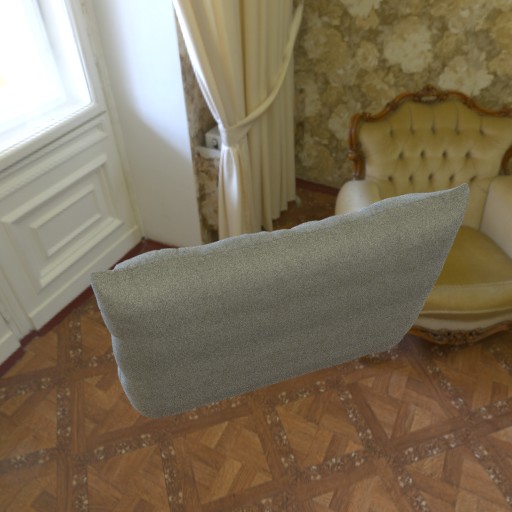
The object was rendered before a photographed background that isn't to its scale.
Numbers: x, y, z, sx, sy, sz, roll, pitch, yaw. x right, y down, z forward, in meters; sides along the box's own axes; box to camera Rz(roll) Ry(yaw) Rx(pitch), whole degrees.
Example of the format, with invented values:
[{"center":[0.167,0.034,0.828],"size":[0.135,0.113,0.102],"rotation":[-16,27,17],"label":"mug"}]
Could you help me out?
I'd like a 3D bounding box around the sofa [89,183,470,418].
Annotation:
[{"center":[0.000,0.000,1.702],"size":[1.144,0.795,0.847],"rotation":[-13,43,-14],"label":"sofa"}]
